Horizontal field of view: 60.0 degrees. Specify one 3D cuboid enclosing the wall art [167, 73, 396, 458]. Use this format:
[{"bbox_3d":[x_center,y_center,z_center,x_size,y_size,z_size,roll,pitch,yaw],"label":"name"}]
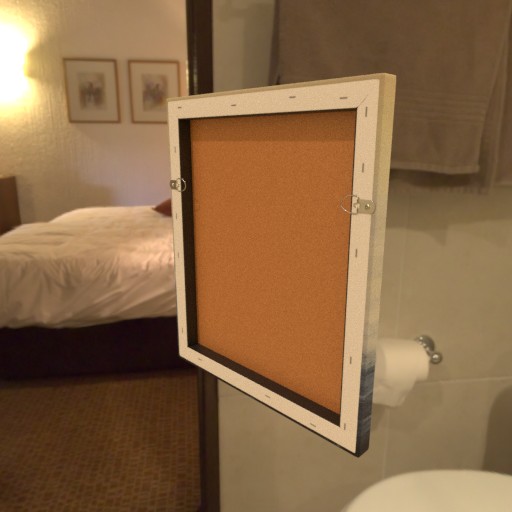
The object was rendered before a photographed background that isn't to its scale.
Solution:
[{"bbox_3d":[0.000,0.000,1.002,0.041,0.710,0.608,-14,20,-43],"label":"wall art"}]
